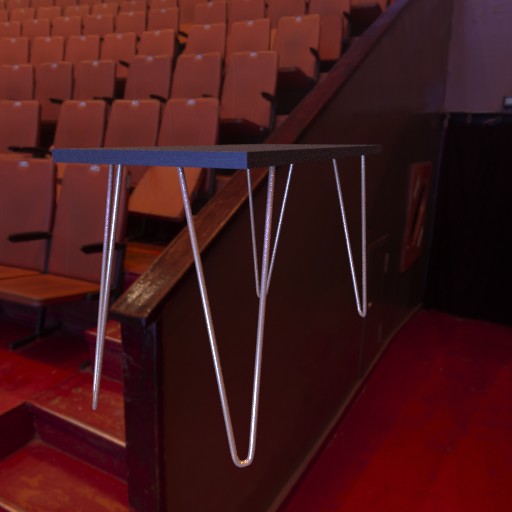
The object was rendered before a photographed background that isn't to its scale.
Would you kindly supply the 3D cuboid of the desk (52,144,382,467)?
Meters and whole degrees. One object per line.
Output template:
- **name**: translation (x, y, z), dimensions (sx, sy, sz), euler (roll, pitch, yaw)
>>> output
- **desk**: translation (0.000, 0.000, 1.376), dimensions (0.499, 0.660, 0.991), euler (8, 17, 27)
